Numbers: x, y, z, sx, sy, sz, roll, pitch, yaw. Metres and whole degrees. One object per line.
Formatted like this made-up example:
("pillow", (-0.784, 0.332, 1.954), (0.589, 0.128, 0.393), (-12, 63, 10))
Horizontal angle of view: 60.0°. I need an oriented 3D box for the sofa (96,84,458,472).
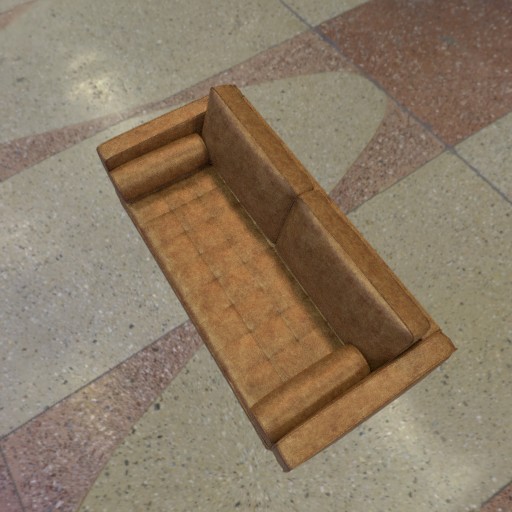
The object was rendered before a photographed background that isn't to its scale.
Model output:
("sofa", (0.000, 0.000, 2.354), (0.924, 0.825, 1.920), (-30, 67, -14))
